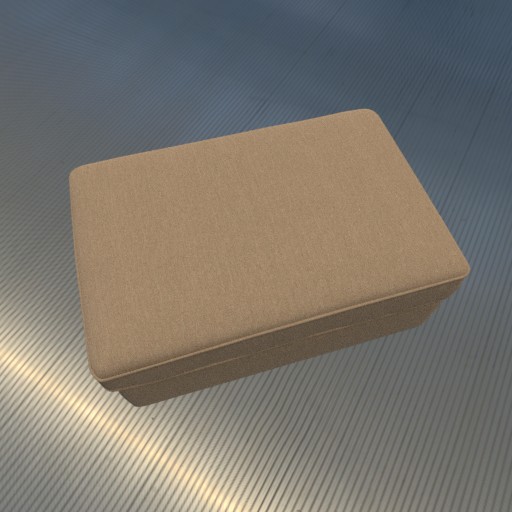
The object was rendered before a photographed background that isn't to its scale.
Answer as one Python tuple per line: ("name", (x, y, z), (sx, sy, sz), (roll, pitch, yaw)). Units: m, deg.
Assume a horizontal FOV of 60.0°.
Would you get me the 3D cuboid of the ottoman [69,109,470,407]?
("ottoman", (0.000, 0.000, 1.321), (0.945, 0.521, 0.636), (-14, 61, -8))
